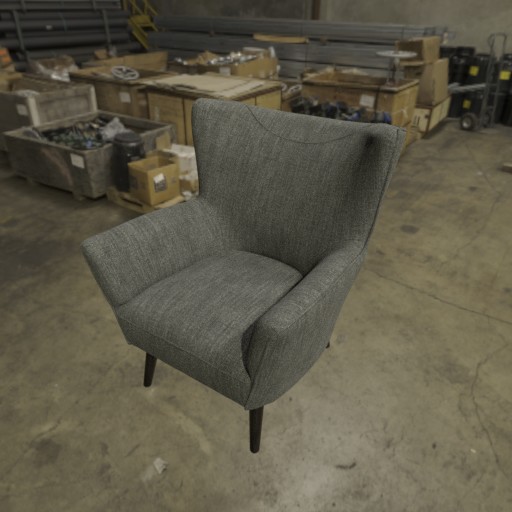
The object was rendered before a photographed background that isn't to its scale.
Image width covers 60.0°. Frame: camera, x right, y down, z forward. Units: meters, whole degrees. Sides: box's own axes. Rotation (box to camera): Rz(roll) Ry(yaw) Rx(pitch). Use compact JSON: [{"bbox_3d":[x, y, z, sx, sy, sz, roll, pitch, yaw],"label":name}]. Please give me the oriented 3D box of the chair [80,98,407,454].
[{"bbox_3d":[0.000,0.000,1.562,0.781,0.933,0.888,19,36,29],"label":"chair"}]
